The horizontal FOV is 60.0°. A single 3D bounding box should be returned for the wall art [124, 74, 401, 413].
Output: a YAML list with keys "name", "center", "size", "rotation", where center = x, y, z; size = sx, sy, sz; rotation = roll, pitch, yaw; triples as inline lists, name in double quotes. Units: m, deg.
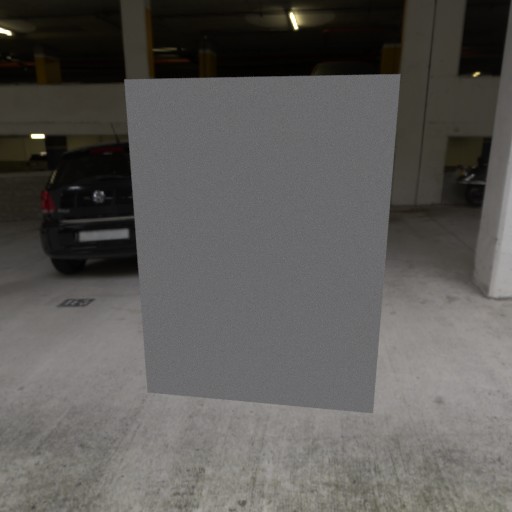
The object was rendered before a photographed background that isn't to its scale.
- name: "wall art"
  center: [0.000, 0.000, 0.809]
  size: [0.457, 0.609, 0.003]
  rotation: [2, 16, 9]
